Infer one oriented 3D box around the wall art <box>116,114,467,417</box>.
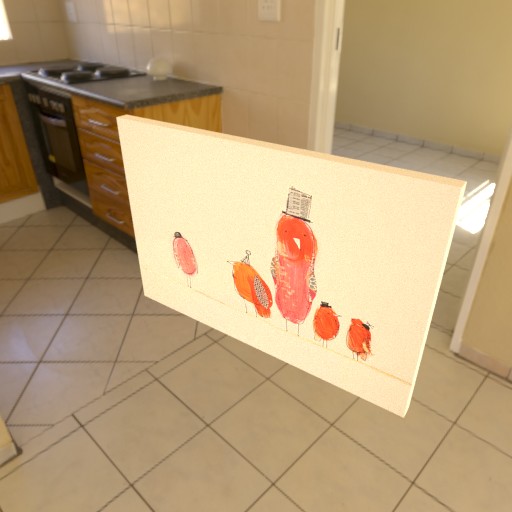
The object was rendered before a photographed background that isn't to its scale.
[{"bbox_3d":[0.000,0.000,1.179,0.914,0.609,0.038,19,36,29],"label":"wall art"}]
